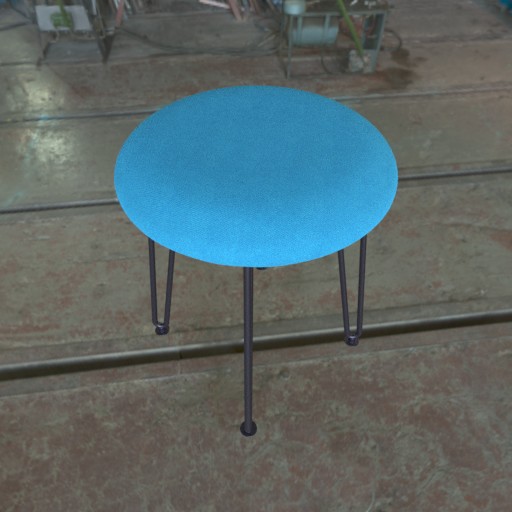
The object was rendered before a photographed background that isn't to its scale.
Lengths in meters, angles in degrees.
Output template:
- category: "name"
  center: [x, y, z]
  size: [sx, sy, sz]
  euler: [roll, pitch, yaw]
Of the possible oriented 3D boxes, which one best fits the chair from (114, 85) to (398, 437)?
- category: "chair"
  center: [0.000, 0.000, 0.684]
  size: [0.350, 0.430, 0.350]
  euler: [28, 52, 25]
